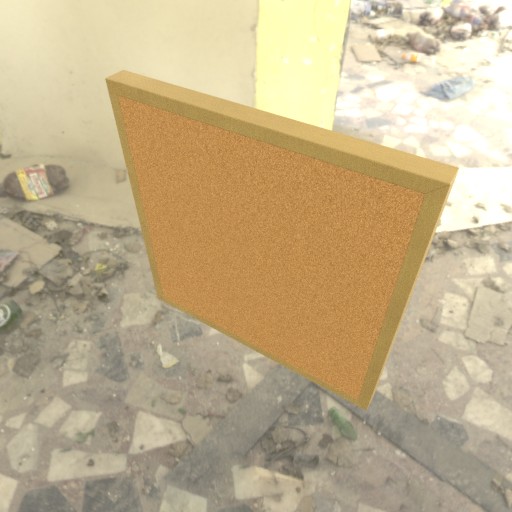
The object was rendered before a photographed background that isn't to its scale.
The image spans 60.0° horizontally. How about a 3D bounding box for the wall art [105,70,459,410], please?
[{"bbox_3d":[0.000,0.000,0.752,0.508,0.508,0.038,24,49,22],"label":"wall art"}]
